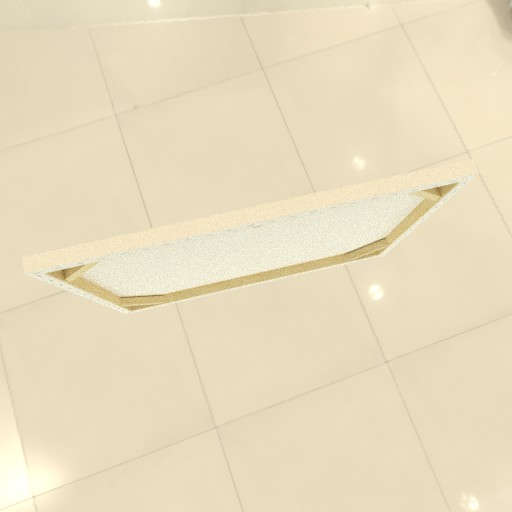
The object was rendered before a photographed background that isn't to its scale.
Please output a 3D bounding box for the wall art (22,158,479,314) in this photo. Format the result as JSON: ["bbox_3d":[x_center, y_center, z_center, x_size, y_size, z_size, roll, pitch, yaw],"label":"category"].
[{"bbox_3d":[0.000,0.000,1.339,1.016,0.762,0.038,-13,76,-3],"label":"wall art"}]
